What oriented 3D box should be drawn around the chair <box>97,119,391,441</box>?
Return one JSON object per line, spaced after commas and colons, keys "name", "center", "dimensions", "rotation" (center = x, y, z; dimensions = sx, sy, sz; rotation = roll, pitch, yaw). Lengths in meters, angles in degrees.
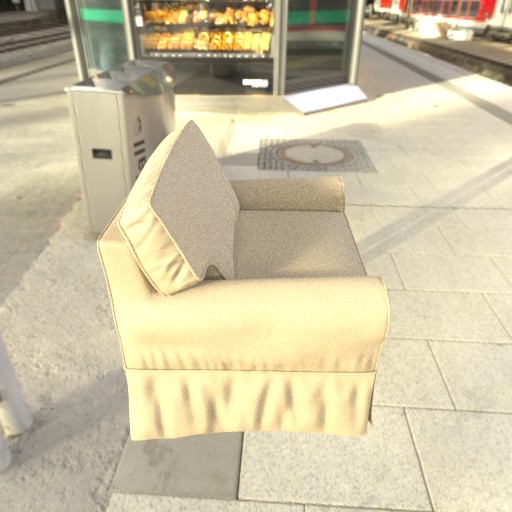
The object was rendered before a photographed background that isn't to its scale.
{"name": "chair", "center": [0.000, 0.000, 1.837], "dimensions": [0.903, 0.937, 1.096], "rotation": [1, 30, 1]}
